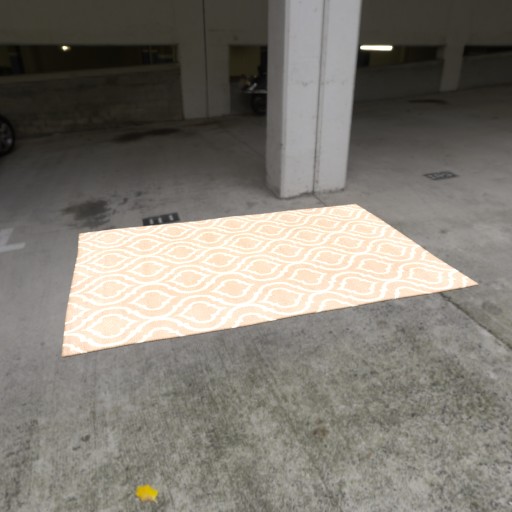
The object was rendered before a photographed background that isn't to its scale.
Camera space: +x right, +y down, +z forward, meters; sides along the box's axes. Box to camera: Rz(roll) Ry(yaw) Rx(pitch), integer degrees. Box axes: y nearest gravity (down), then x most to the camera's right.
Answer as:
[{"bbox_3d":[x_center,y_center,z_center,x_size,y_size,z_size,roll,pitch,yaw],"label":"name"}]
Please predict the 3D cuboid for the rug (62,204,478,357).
[{"bbox_3d":[0.000,0.000,2.247,1.761,0.013,1.152,-8,27,-15],"label":"rug"}]
